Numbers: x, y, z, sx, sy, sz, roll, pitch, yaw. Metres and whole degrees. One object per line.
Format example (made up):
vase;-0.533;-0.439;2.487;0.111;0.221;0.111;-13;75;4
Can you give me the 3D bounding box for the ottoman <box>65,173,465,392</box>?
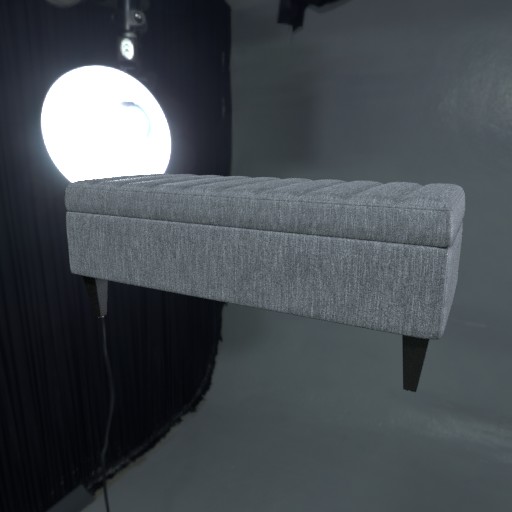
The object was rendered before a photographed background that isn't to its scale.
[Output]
ottoman;0.000;0.000;1.398;1.151;0.469;0.482;7;16;27
